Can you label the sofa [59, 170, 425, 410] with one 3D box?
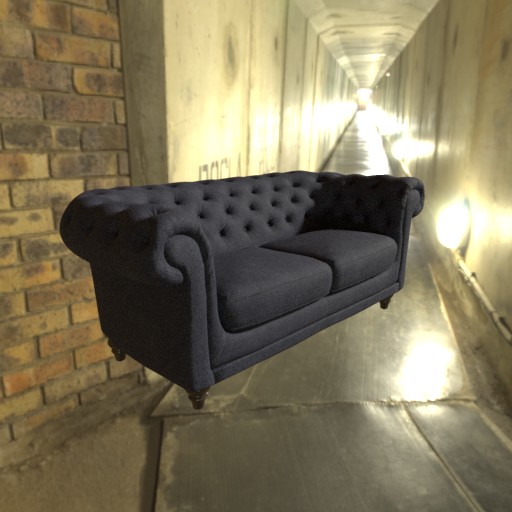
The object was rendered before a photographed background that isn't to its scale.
[{"bbox_3d":[0.000,0.000,2.484,1.082,0.833,1.988,15,21,43],"label":"sofa"}]
